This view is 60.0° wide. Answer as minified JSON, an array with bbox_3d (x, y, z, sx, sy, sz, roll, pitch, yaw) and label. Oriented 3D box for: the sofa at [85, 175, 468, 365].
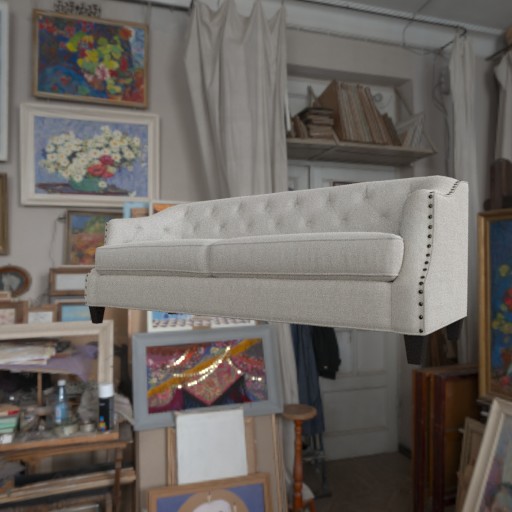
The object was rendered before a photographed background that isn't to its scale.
[{"bbox_3d":[0.000,0.000,2.709,2.235,0.901,0.914,-1,-1,36],"label":"sofa"}]
